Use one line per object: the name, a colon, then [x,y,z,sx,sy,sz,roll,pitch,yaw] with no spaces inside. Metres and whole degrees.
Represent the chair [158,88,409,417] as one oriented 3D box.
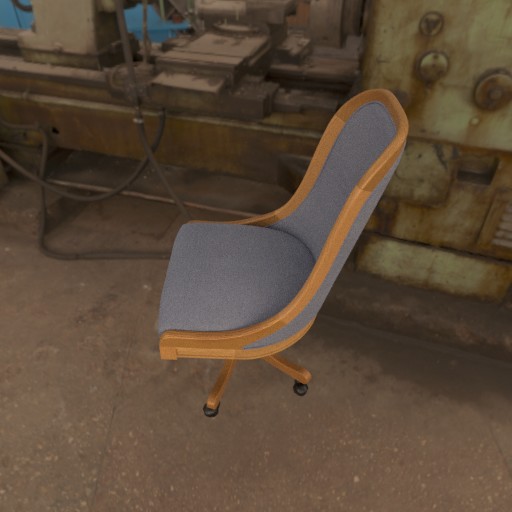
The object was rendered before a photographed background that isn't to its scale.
chair: [0.000,0.000,1.462,0.735,1.031,0.605,0,41,1]
